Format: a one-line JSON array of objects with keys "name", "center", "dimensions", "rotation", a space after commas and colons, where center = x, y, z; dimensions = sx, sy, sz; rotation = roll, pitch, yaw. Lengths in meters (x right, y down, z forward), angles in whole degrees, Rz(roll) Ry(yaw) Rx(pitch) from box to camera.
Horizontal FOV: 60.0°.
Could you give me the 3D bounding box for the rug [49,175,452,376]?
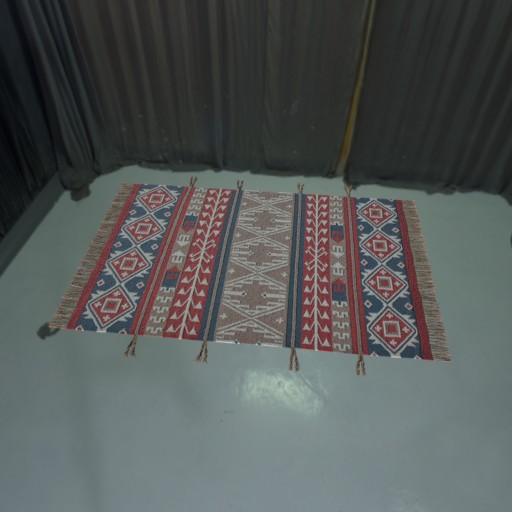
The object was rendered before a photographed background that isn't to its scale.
[{"name": "rug", "center": [0.000, 0.000, 2.599], "dimensions": [2.025, 0.040, 1.469], "rotation": [4, 46, 4]}]
